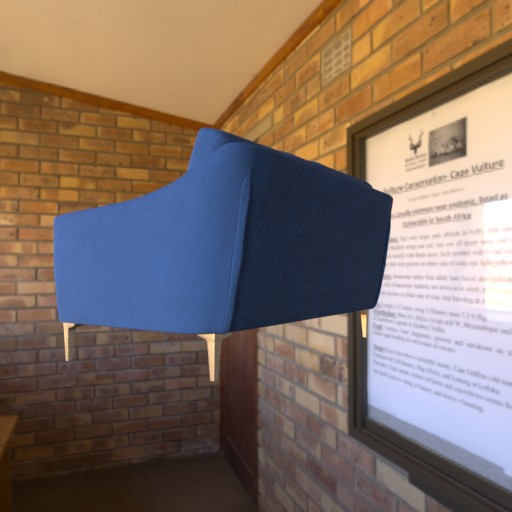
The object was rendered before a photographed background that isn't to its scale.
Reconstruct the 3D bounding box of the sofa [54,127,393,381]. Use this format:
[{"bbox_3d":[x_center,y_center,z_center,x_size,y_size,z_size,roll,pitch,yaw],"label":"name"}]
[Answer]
[{"bbox_3d":[0.000,0.000,2.220,0.960,0.902,1.619,-2,-2,37],"label":"sofa"}]
